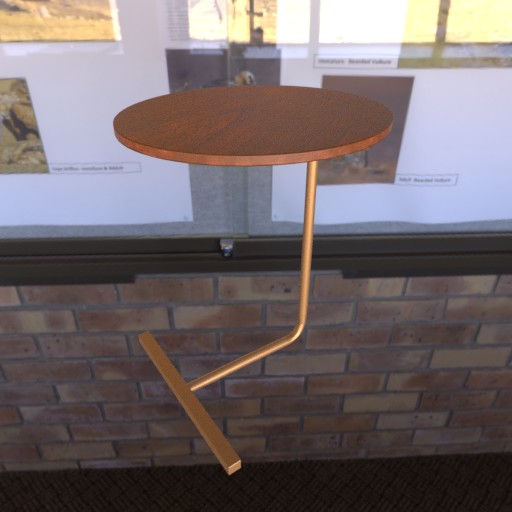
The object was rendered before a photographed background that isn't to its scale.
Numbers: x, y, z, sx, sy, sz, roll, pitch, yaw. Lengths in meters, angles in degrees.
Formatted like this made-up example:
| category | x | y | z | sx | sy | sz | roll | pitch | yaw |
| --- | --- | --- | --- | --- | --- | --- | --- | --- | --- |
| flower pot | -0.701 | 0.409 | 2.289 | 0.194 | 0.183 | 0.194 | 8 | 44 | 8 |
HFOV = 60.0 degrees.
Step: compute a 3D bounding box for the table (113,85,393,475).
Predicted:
| category | x | y | z | sx | sy | sz | roll | pitch | yaw |
| --- | --- | --- | --- | --- | --- | --- | --- | --- | --- |
| table | 0.000 | 0.000 | 1.105 | 0.577 | 0.706 | 0.530 | -20 | 37 | -29 |
